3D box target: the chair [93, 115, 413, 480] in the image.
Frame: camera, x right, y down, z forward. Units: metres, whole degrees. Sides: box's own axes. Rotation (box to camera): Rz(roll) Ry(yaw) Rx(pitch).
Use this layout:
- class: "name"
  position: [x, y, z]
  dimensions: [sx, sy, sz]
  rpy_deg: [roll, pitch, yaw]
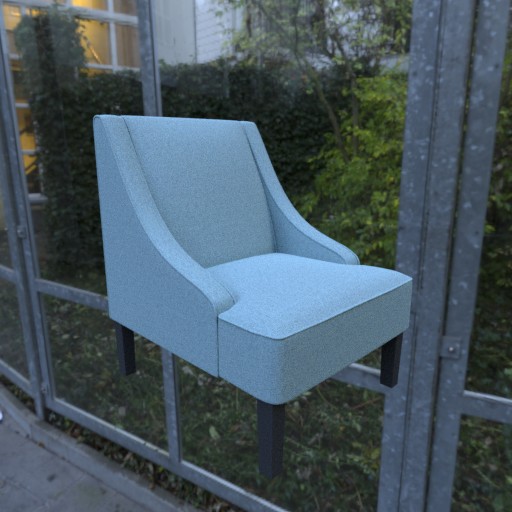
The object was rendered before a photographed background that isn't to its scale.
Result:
- class: "chair"
  position: [0.000, 0.000, 1.852]
  dimensions: [1.025, 1.133, 0.857]
  rpy_deg: [14, 20, 43]
